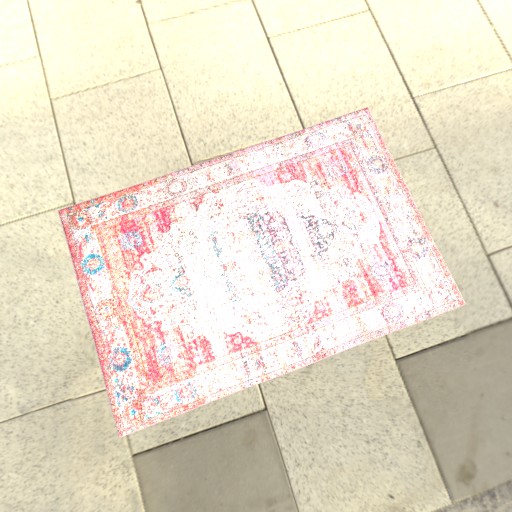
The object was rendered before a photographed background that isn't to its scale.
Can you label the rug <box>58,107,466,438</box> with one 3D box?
[{"bbox_3d":[0.000,0.000,2.319,1.829,0.006,1.219,-20,76,-5],"label":"rug"}]
